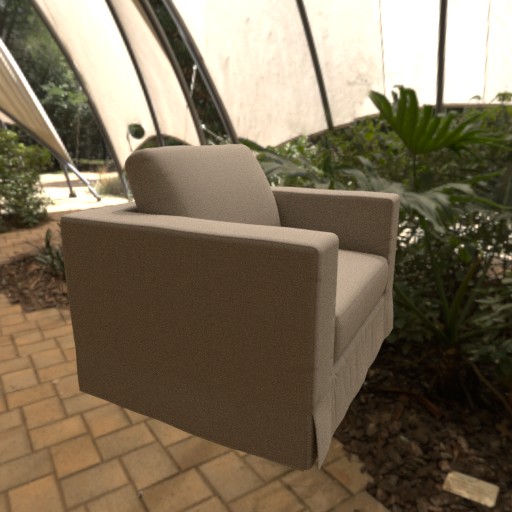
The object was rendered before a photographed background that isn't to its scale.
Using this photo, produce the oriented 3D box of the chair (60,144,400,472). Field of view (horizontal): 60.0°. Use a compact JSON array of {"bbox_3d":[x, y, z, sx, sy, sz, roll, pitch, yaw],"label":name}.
[{"bbox_3d":[0.000,0.000,1.812,0.957,0.878,1.150,8,17,26],"label":"chair"}]
